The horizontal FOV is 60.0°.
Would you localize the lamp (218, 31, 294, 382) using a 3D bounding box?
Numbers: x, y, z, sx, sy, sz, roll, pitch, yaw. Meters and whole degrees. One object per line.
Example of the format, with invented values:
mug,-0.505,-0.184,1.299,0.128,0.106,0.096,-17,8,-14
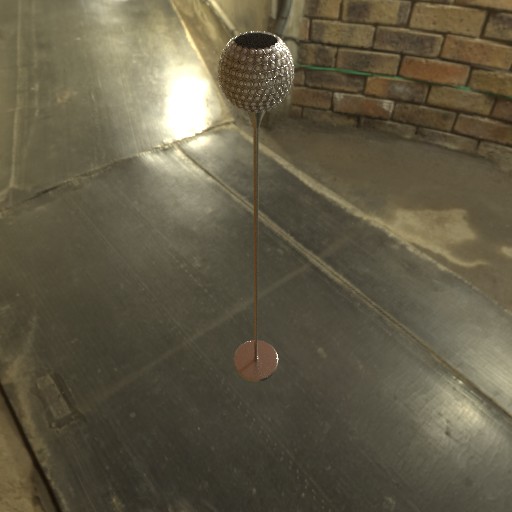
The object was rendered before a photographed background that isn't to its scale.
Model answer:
lamp,0.000,0.000,1.919,0.254,1.805,0.254,0,47,0
